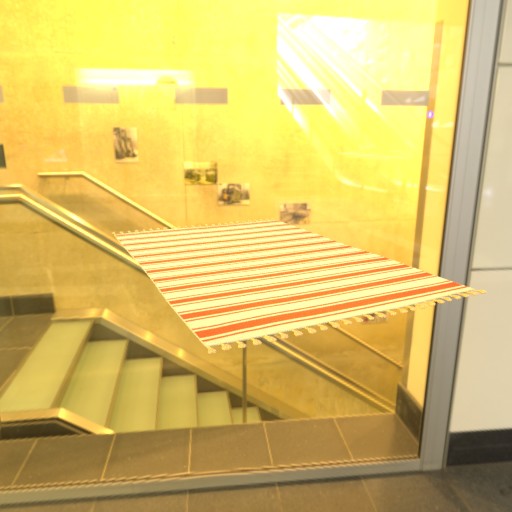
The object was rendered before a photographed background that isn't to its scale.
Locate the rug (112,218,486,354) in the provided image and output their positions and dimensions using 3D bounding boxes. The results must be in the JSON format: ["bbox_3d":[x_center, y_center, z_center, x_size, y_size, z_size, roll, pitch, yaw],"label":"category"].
[{"bbox_3d":[0.000,0.000,3.046,1.556,0.022,2.433,-7,17,-25],"label":"rug"}]
